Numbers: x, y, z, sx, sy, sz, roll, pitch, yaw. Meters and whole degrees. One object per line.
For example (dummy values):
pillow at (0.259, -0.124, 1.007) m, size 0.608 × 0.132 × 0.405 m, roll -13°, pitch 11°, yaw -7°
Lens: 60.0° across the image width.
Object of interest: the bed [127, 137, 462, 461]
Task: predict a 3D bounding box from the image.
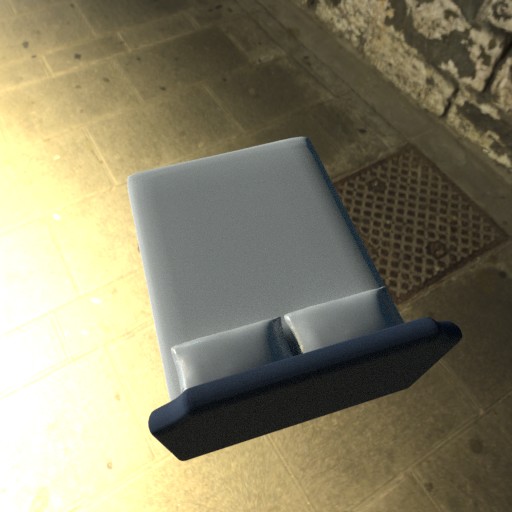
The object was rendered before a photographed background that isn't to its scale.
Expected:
bed at (0.000, 0.000, 3.317) m, size 1.831 × 1.297 × 2.260 m, roll -15°, pitch 60°, yaw -9°
